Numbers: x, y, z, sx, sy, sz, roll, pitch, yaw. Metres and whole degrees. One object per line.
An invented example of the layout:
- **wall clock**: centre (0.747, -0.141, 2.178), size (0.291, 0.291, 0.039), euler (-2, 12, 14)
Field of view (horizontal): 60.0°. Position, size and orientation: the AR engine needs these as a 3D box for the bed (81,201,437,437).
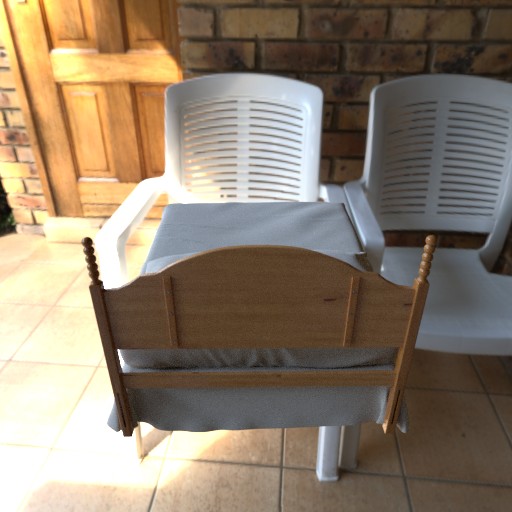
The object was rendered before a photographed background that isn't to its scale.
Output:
- **bed**: centre (0.000, 0.000, 3.233), size (1.873, 1.356, 2.040), euler (0, 30, -1)
